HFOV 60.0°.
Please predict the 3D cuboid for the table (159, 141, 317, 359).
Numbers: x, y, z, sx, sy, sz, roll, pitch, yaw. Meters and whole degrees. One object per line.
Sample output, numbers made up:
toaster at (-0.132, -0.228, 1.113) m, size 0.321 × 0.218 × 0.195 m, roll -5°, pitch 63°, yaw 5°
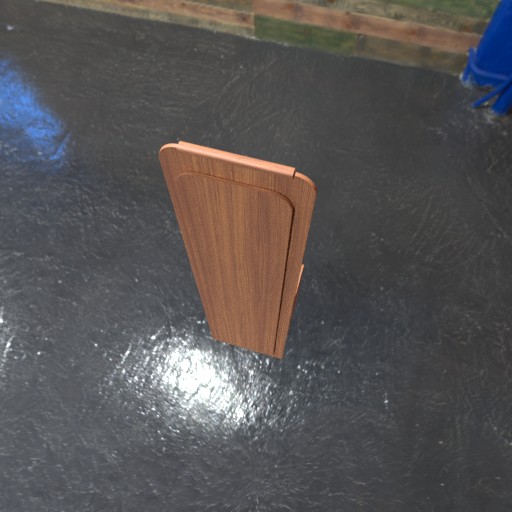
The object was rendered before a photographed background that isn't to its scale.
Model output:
table at (0.000, 0.000, 2.045) m, size 0.450 × 1.830 × 0.420 m, roll 15°, pitch 64°, yaw 7°
